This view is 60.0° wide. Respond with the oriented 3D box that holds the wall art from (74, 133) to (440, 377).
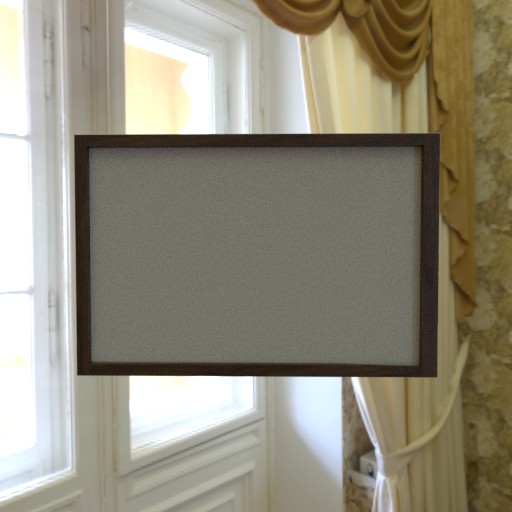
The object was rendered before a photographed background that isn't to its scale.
[{"bbox_3d":[0.000,0.000,1.877,1.520,1.016,0.051,0,2,1],"label":"wall art"}]
